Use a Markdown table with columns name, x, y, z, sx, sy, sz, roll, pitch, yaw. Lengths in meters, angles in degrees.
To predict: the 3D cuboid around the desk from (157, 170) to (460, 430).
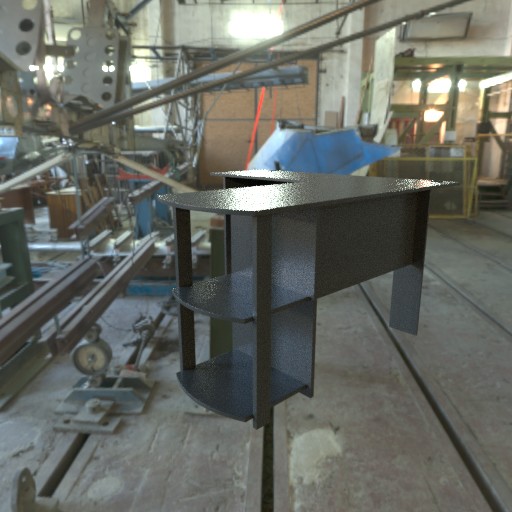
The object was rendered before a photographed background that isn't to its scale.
| name | x | y | z | sx | sy | sz | roll | pitch | yaw |
| --- | --- | --- | --- | --- | --- | --- | --- | --- | --- |
| desk | 0.000 | 0.000 | 2.147 | 1.361 | 0.716 | 1.303 | -13 | 19 | -42 |
